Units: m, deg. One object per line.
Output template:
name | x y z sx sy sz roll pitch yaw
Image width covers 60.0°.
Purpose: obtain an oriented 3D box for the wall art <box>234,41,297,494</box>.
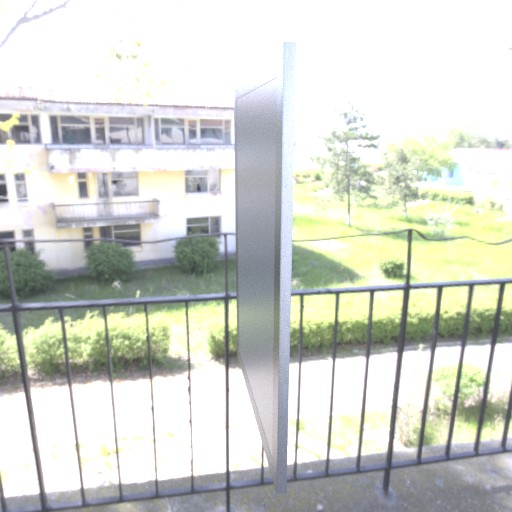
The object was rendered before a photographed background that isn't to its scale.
wall art | 0.000 0.000 0.674 0.013 0.529 0.376 -3 16 -10
